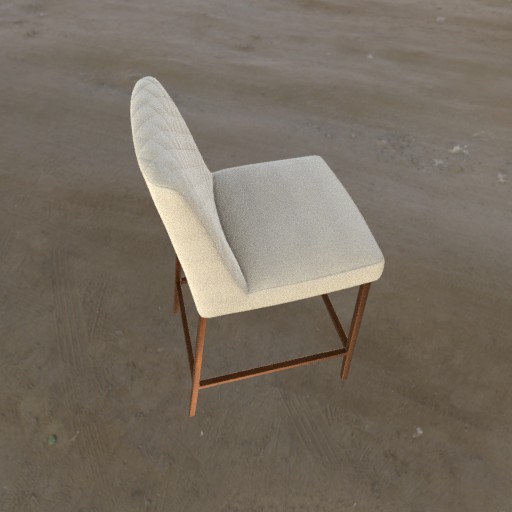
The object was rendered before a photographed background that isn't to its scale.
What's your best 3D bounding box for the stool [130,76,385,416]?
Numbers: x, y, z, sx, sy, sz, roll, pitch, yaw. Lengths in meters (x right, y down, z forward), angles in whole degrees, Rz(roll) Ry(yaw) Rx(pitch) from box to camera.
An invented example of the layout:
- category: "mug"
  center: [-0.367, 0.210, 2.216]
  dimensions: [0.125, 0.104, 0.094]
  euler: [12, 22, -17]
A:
- category: "stool"
  center: [0.000, 0.000, 1.332]
  dimensions: [0.576, 0.973, 0.507]
  euler: [-10, 48, -10]
